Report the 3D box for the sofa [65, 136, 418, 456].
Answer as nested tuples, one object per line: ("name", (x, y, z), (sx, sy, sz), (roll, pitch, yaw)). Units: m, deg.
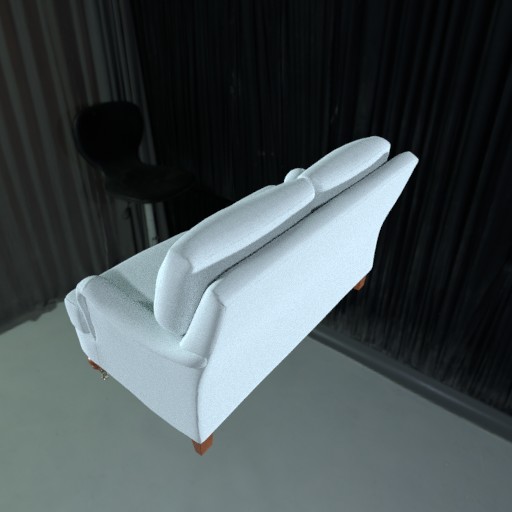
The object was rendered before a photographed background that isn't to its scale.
("sofa", (0.000, 0.000, 2.518), (1.084, 1.101, 1.853), (22, 38, 31))
